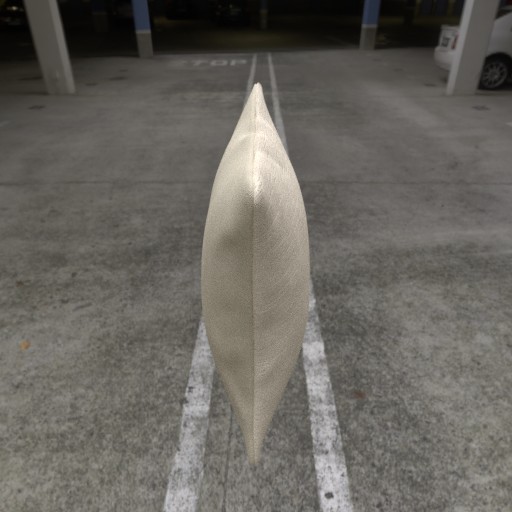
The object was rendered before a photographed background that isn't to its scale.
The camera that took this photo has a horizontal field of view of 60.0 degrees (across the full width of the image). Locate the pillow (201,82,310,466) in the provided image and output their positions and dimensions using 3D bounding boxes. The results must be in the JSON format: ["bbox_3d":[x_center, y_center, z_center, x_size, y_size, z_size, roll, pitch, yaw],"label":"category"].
[{"bbox_3d":[0.000,0.000,0.678,0.162,0.420,0.437,0,33,0],"label":"pillow"}]
